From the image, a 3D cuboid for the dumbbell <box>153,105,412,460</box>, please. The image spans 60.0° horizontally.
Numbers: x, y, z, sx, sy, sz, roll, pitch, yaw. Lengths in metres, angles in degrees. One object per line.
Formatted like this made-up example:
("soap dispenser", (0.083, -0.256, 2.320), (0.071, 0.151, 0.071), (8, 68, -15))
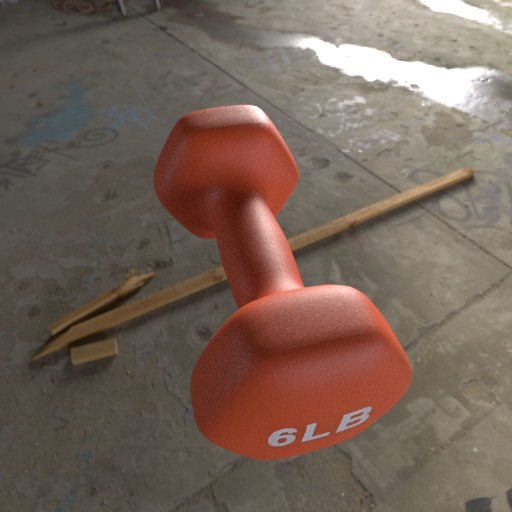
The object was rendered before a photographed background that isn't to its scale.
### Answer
("dumbbell", (0.000, 0.000, 0.198), (0.079, 0.071, 0.162), (-10, 47, -10))
